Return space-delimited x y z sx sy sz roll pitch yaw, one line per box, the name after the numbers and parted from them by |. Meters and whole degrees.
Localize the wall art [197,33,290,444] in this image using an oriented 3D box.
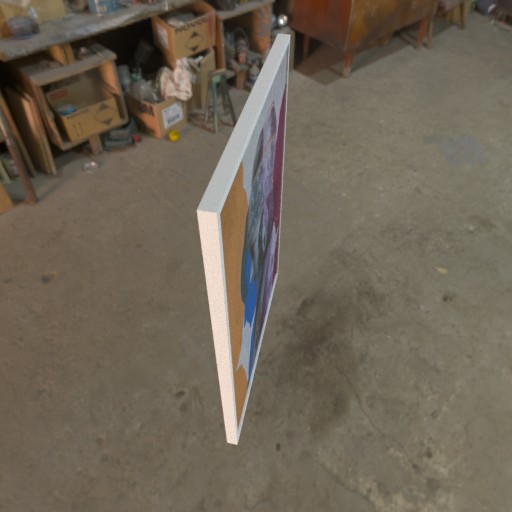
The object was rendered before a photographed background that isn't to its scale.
0.000 0.000 1.400 0.039 1.050 0.795 9 47 8 | wall art
